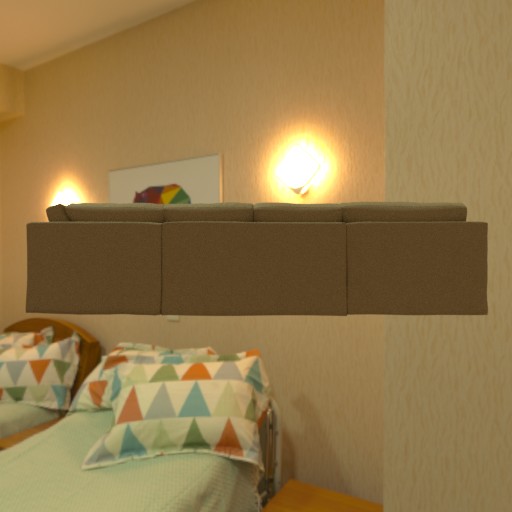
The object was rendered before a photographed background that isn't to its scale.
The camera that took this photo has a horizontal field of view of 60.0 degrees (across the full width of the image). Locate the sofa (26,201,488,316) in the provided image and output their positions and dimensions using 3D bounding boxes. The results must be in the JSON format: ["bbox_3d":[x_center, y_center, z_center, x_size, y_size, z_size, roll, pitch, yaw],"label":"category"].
[{"bbox_3d":[0.000,0.000,4.512,3.528,0.878,2.476,0,0,0],"label":"sofa"}]
